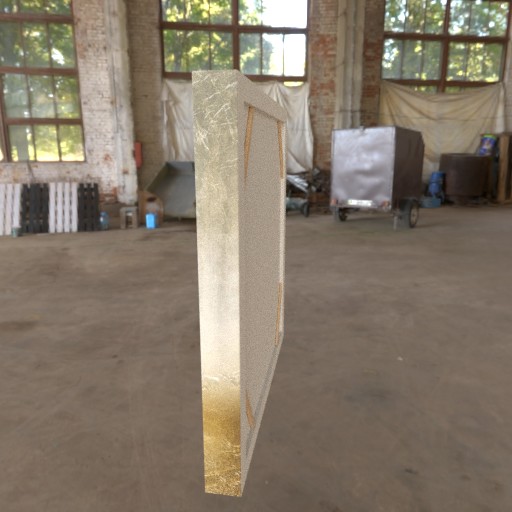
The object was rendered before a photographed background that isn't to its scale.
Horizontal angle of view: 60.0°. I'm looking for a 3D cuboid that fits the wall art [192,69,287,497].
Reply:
[{"bbox_3d":[0.000,0.000,0.601,0.038,0.407,0.405,2,14,9],"label":"wall art"}]
